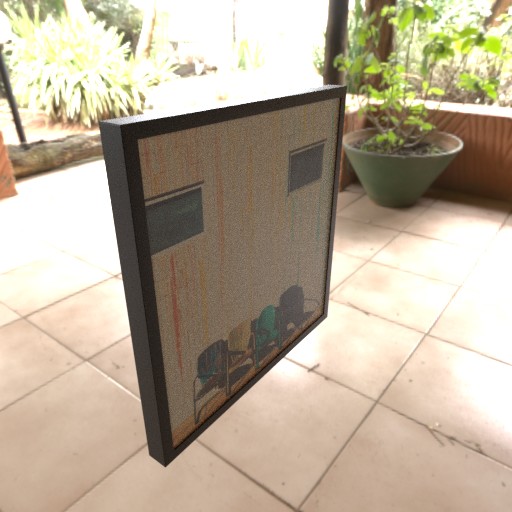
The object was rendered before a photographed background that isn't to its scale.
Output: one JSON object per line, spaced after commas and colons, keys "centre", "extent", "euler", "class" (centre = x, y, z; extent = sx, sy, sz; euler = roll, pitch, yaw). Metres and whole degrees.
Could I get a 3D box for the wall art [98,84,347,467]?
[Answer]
{"centre": [0.000, 0.000, 0.752], "extent": [0.037, 0.506, 0.506], "euler": [18, 32, 33], "class": "wall art"}
